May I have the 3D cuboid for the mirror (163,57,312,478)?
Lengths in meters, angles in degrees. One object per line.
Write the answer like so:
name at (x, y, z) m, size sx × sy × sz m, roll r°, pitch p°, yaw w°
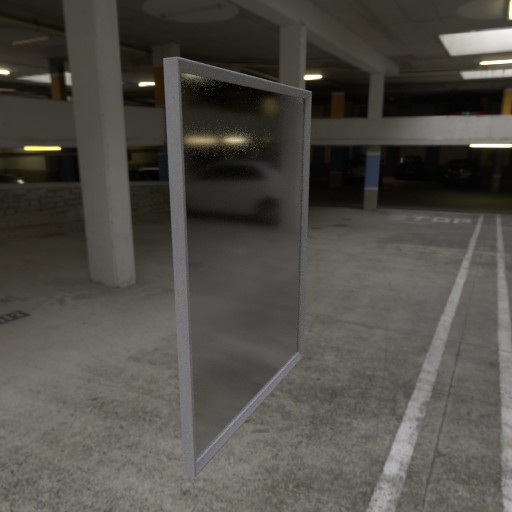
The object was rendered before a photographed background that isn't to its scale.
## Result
mirror at (0.000, 0.000, 1.362) m, size 0.041 × 1.016 × 0.762 m, roll 8°, pitch 16°, yaw 27°
